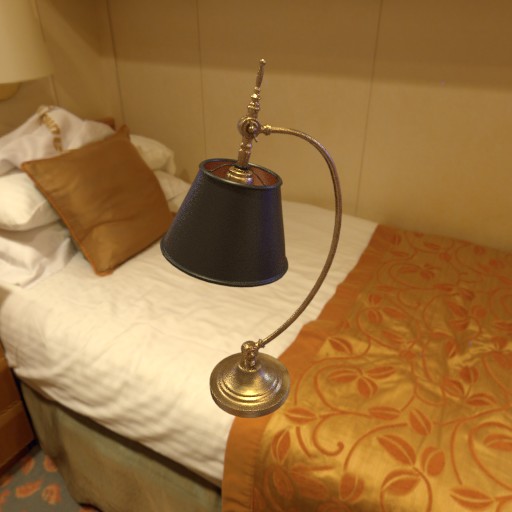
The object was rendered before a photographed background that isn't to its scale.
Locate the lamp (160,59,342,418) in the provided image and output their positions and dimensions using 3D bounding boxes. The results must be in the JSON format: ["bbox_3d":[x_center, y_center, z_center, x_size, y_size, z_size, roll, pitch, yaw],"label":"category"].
[{"bbox_3d":[0.000,0.000,0.828,0.344,0.675,0.235,-9,31,-15],"label":"lamp"}]
